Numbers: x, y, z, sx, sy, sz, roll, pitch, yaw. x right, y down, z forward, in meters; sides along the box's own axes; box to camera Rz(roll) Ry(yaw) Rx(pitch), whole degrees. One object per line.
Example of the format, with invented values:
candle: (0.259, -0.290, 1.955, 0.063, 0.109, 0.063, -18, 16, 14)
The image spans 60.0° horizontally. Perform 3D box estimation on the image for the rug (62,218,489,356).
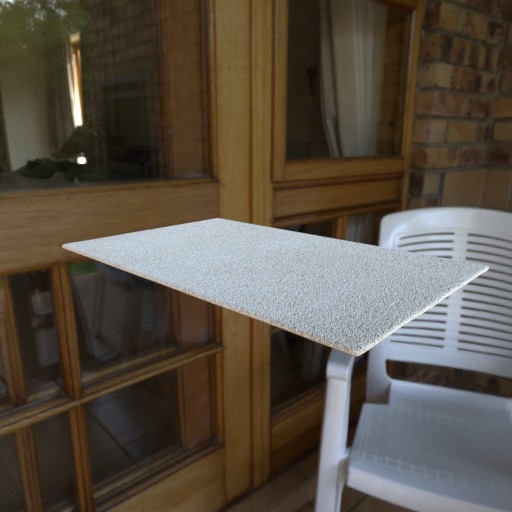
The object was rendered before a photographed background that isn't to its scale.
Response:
rug: (0.000, 0.000, 2.941, 2.438, 0.030, 1.524, 13, 20, 41)
